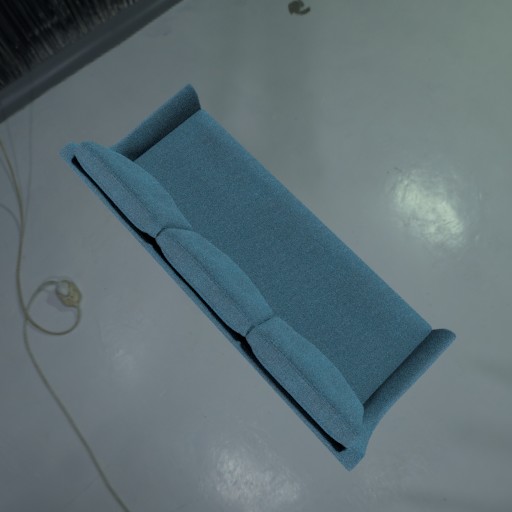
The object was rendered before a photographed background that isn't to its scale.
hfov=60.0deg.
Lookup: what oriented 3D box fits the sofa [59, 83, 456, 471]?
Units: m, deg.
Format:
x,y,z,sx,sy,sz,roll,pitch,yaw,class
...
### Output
x,y,z,sx,sy,sz,roll,pitch,yaw,class
0.000,0.000,2.432,0.849,0.837,2.060,-42,78,-11,sofa
